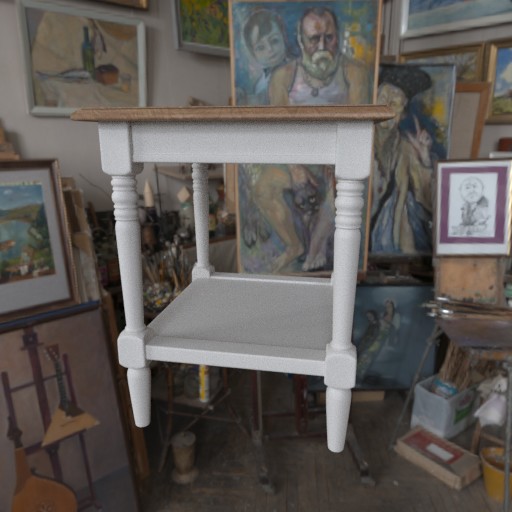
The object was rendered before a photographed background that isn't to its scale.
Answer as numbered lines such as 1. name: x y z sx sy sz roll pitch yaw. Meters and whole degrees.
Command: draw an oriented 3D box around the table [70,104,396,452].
1. table: 0.000 0.000 0.917 0.457 0.561 0.508 3 15 10
